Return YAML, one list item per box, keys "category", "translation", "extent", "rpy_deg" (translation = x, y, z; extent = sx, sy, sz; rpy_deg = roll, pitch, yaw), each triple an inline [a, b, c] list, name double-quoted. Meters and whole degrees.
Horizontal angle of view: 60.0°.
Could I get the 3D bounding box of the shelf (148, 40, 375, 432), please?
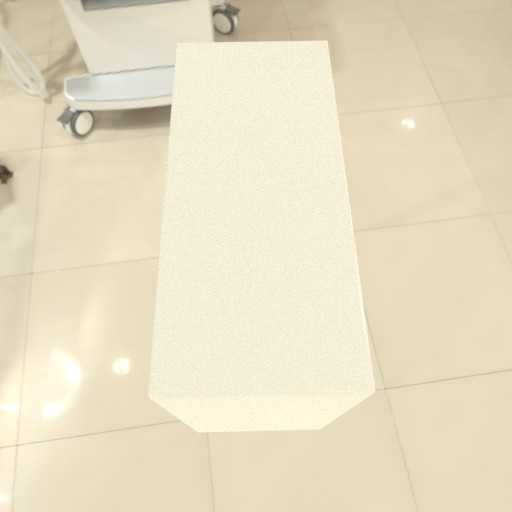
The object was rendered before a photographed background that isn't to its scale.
- category: "shelf"
  translation: [0.000, 0.000, 1.293]
  extent: [0.396, 0.732, 0.895]
  rpy_deg: [-1, 64, -1]
